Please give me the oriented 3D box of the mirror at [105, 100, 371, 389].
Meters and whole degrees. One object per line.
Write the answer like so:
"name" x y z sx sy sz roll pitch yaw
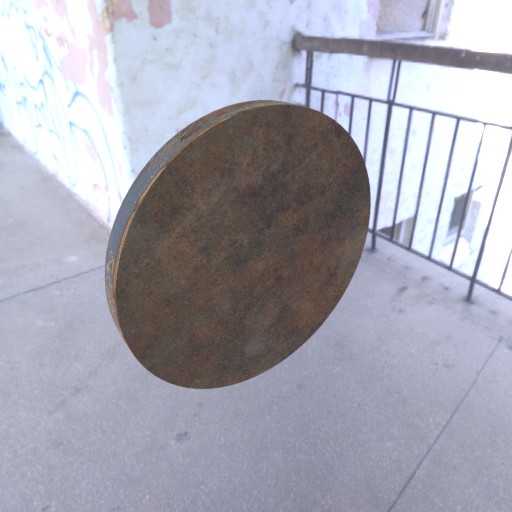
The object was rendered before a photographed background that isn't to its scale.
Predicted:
"mirror" 0.000 0.000 0.877 0.585 0.585 0.061 -20 36 -30
